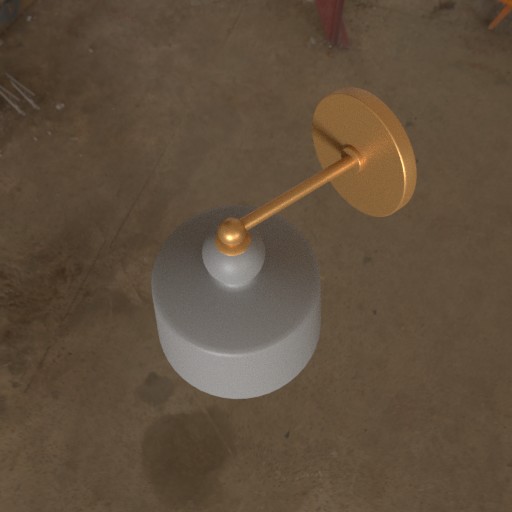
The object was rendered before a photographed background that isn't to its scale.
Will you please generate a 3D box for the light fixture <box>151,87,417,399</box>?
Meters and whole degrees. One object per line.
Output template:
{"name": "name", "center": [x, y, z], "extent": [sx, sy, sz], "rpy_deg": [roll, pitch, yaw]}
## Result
{"name": "light fixture", "center": [0.000, 0.000, 0.448], "extent": [0.254, 0.268, 0.204], "rpy_deg": [-32, 66, -16]}
